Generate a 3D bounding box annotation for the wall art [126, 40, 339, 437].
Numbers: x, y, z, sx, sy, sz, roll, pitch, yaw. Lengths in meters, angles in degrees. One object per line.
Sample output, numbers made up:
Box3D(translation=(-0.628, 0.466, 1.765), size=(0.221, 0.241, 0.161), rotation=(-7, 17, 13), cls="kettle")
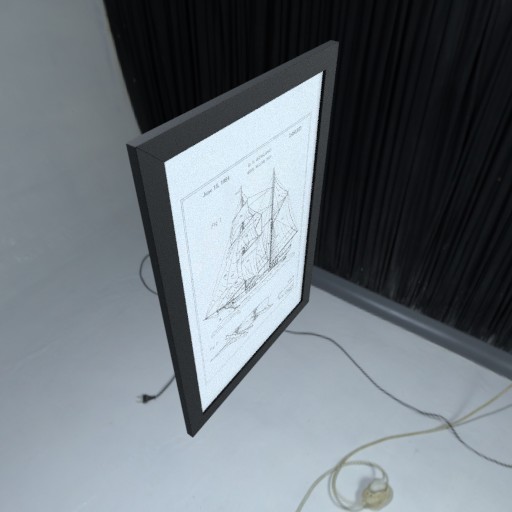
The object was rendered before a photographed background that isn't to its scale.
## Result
Box3D(translation=(0.000, 0.000, 0.588), size=(0.011, 0.459, 0.326), rotation=(25, 47, 26), cls="wall art")
